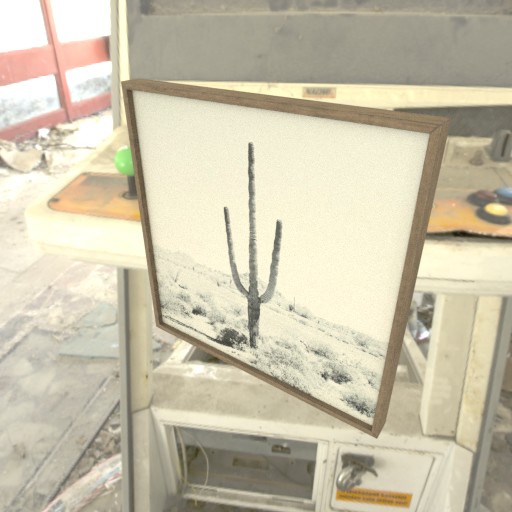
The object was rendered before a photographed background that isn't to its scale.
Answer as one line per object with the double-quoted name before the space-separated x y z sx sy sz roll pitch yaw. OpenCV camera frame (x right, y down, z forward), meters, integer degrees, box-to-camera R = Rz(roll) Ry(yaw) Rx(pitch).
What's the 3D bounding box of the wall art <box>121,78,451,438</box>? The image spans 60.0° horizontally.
"wall art" 0.000 0.000 0.737 0.508 0.508 0.038 19 35 29
